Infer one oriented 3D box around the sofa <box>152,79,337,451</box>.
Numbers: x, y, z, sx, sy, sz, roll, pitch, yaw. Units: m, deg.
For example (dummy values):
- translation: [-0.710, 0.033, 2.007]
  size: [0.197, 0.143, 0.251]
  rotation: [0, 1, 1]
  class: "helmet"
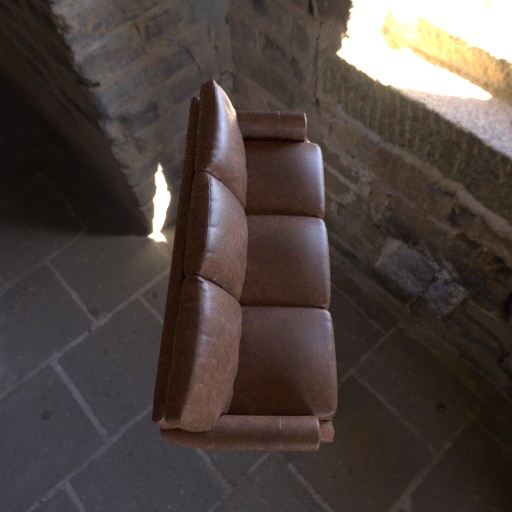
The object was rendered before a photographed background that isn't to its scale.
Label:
- translation: [0.000, 0.000, 2.890]
  size: [0.973, 0.977, 2.351]
  rotation: [1, 62, 1]
  class: "sofa"
